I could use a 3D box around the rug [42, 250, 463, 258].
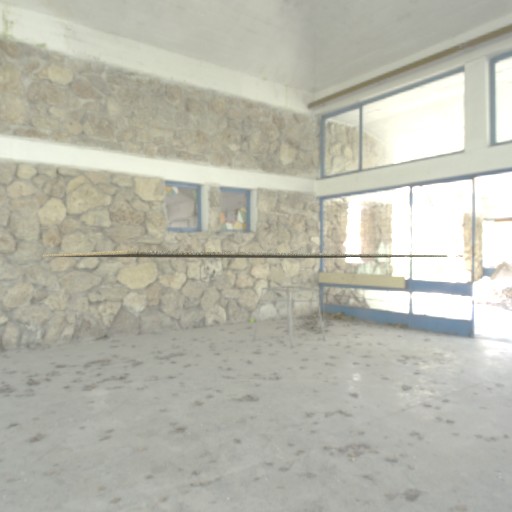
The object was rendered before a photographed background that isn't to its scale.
[{"bbox_3d":[0.000,0.000,2.317,1.824,0.010,1.240,0,-1,-36],"label":"rug"}]
